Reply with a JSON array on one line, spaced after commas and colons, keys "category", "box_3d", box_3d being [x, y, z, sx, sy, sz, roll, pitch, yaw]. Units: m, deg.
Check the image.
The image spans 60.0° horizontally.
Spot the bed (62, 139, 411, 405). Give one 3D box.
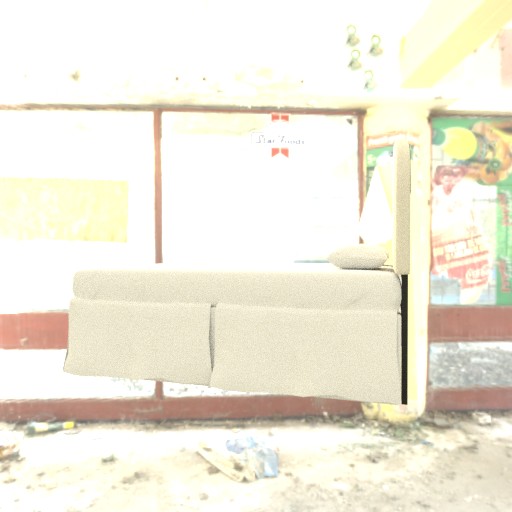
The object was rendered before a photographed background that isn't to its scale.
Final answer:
[{"category": "bed", "box_3d": [0.000, 0.000, 3.105, 2.005, 1.410, 1.607, 0, 1, 17]}]
